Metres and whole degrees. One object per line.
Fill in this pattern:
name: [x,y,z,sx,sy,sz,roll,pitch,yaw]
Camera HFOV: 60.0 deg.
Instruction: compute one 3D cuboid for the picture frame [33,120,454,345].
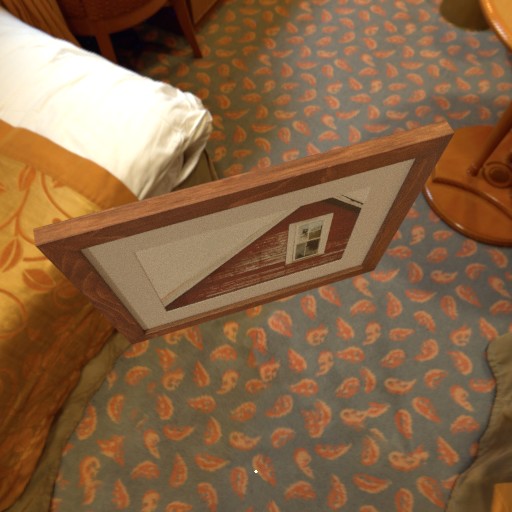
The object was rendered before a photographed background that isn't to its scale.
picture frame: [0.000,0.000,0.774,0.559,0.457,0.025,-16,65,-8]
